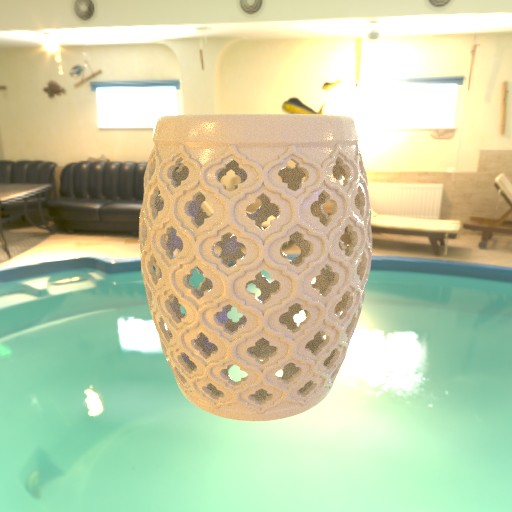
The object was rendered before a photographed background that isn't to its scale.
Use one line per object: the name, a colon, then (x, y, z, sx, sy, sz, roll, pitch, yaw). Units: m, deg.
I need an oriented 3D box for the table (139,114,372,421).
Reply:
table: (0.000, 0.000, 0.644, 0.325, 0.388, 0.325, 0, 16, 0)
